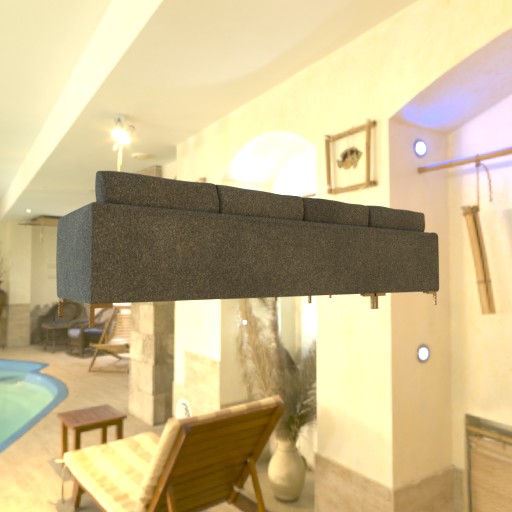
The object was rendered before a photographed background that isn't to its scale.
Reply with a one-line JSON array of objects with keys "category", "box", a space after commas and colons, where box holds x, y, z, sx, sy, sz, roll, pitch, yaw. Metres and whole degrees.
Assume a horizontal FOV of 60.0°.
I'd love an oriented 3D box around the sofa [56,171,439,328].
[{"category": "sofa", "box": [0.000, 0.000, 3.492, 2.932, 0.810, 1.350, 2, -3, -35]}]
